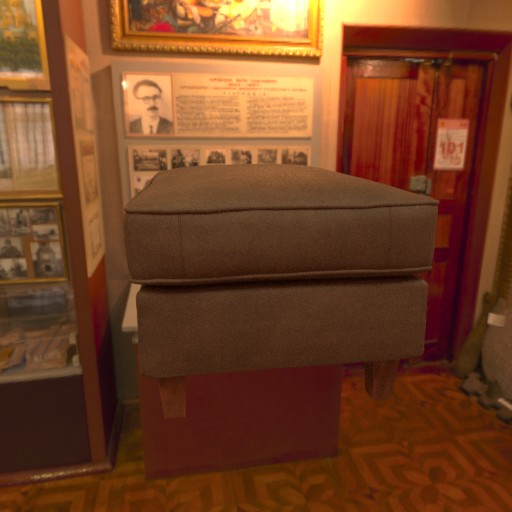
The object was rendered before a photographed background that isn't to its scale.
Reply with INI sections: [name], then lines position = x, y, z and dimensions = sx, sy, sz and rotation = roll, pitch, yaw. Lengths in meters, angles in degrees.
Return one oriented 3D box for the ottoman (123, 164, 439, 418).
[ottoman]
position = 0.000, 0.000, 1.219
dimensions = 0.596, 0.481, 0.860
rotation = -2, 15, -8
